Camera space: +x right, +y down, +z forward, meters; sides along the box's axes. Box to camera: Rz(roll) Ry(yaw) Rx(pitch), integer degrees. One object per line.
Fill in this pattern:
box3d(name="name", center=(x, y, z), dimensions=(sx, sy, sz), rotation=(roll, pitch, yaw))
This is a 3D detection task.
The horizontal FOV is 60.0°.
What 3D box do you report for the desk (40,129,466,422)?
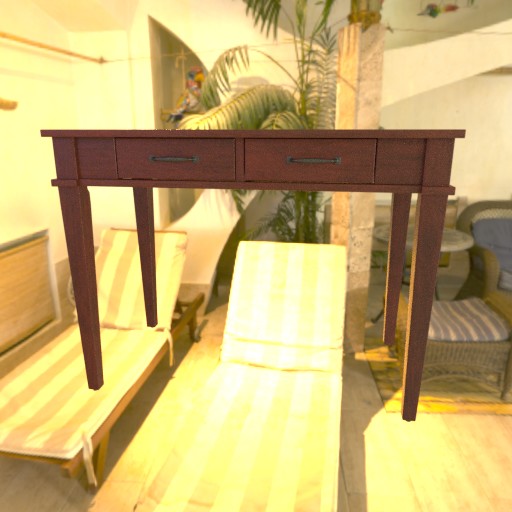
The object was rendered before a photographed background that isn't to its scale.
box3d(name="desk", center=(0.000, 0.000, 1.389), dimensions=(1.001, 0.762, 0.549), rotation=(3, 16, 9))
